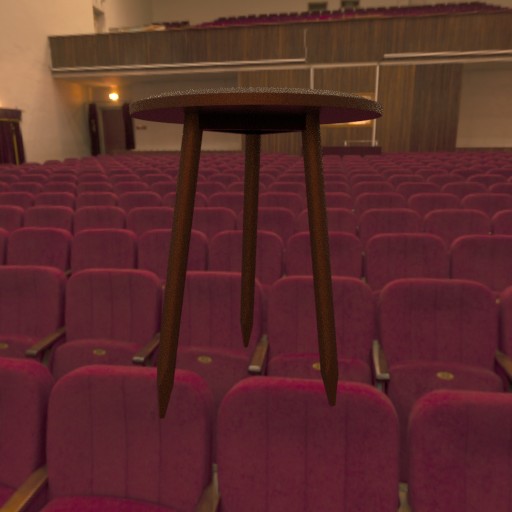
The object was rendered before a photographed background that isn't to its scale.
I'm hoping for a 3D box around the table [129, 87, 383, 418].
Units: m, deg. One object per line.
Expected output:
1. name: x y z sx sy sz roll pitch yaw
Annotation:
1. table: 0.000 0.000 0.893 0.457 0.585 0.457 0 13 0
